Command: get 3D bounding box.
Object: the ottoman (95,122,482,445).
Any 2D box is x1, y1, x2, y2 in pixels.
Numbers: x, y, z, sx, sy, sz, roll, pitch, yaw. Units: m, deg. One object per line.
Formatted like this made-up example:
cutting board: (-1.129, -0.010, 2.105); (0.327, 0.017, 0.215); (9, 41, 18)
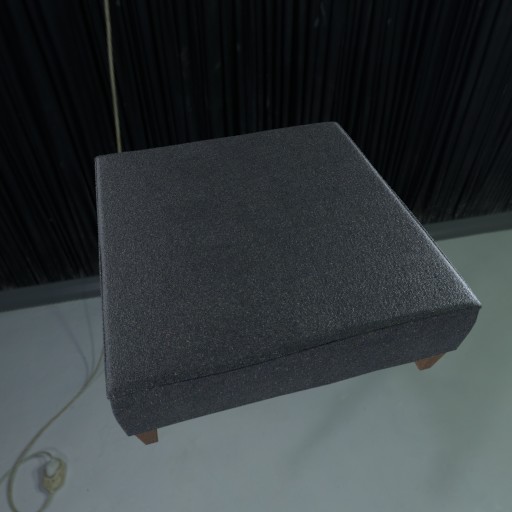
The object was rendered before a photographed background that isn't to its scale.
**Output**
ottoman: (0.000, 0.000, 1.515); (0.968, 0.382, 1.004); (-11, 47, -11)
